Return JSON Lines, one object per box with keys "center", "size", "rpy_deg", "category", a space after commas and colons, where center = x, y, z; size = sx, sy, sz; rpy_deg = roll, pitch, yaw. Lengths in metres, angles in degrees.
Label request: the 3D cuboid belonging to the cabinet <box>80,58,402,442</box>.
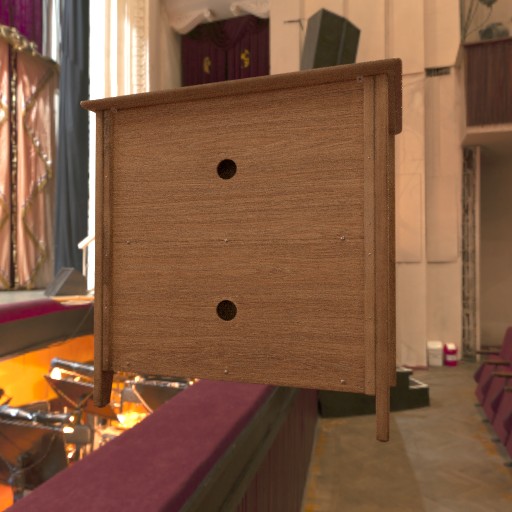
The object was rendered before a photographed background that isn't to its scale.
{"center": [0.000, 0.000, 1.210], "size": [0.763, 0.762, 0.503], "rpy_deg": [0, -1, 18], "category": "cabinet"}
